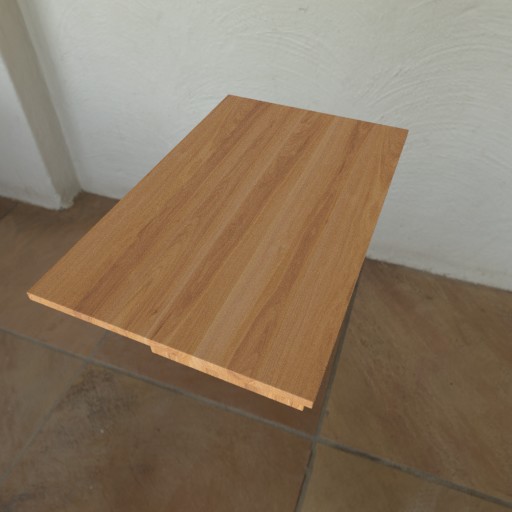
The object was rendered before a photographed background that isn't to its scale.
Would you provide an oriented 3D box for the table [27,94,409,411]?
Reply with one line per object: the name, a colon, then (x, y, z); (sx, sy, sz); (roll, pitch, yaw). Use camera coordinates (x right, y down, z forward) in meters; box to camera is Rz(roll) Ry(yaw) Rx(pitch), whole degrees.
table: (0.000, 0.000, 1.475); (0.700, 0.510, 1.100); (17, 48, 16)
